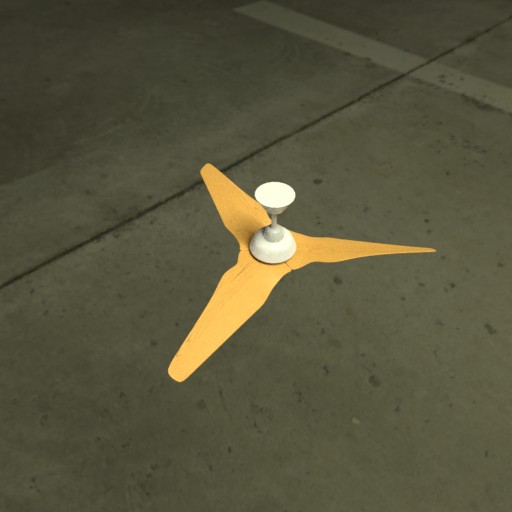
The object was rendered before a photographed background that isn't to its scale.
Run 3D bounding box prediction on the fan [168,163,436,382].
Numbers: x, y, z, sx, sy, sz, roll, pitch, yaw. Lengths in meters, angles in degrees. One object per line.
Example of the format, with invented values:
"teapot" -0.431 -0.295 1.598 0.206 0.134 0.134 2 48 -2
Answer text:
"fan" 0.000 0.000 1.619 1.142 0.355 1.010 22 50 19
